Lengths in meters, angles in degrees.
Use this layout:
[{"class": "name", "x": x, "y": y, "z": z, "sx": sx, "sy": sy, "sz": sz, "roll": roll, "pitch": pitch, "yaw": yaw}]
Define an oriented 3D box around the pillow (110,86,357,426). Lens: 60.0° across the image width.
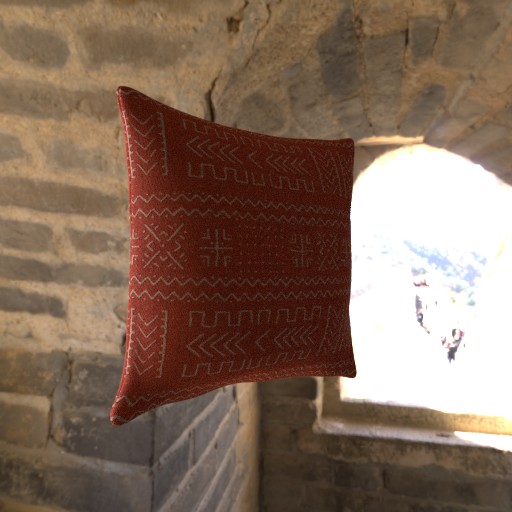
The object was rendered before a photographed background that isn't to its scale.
[{"class": "pillow", "x": 0.000, "y": 0.000, "z": 0.670, "sx": 0.438, "sy": 0.429, "sz": 0.164, "roll": 1, "pitch": -1, "yaw": -36}]
